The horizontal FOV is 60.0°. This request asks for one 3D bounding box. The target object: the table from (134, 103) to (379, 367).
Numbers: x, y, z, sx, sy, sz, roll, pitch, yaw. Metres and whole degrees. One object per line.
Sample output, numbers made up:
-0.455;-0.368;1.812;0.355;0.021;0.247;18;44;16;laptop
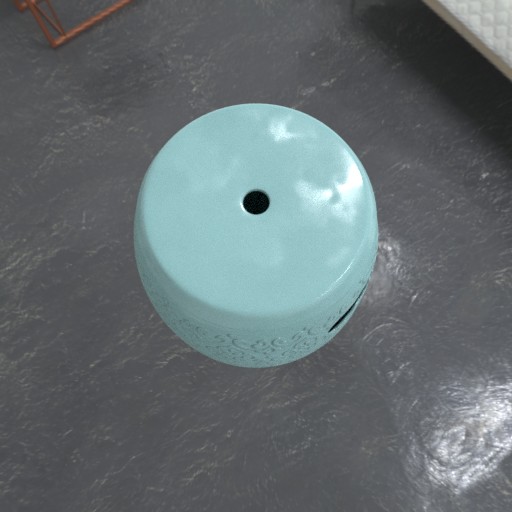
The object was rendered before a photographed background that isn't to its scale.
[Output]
0.000;0.000;0.633;0.309;0.397;0.309;0;74;0;table
